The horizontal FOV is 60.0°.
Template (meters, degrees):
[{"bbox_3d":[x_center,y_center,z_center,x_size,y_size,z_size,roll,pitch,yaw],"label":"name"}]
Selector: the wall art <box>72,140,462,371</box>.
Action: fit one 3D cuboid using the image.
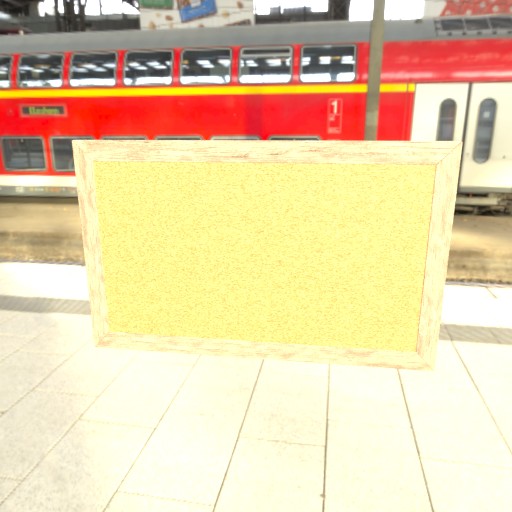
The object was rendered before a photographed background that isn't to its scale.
[{"bbox_3d":[0.000,0.000,0.953,0.780,0.480,0.021,2,16,8],"label":"wall art"}]
